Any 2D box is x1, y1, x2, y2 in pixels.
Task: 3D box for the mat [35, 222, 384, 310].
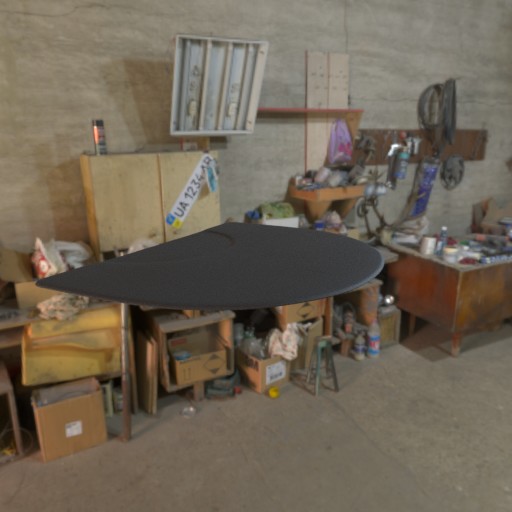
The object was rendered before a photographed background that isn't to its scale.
[{"bbox_3d":[0.000,0.000,1.662,0.917,0.016,1.220,7,16,26],"label":"mat"}]
